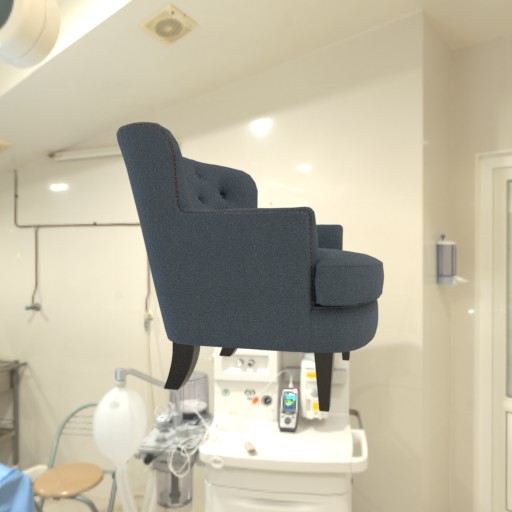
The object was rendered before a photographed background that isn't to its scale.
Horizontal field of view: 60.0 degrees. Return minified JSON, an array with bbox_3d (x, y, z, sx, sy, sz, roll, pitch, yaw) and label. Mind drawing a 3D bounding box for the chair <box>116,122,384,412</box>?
[{"bbox_3d":[0.000,0.000,1.633,0.906,0.868,0.848,0,0,17],"label":"chair"}]
